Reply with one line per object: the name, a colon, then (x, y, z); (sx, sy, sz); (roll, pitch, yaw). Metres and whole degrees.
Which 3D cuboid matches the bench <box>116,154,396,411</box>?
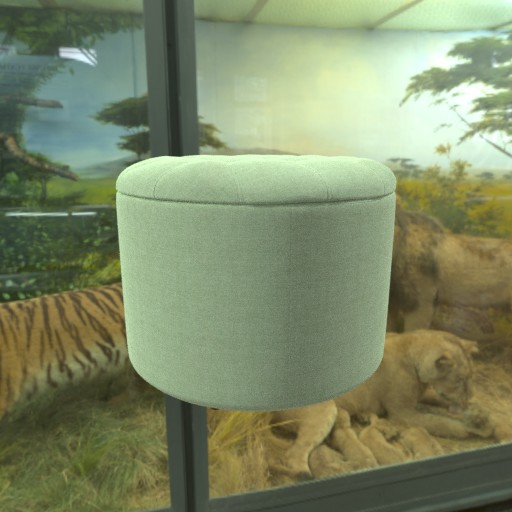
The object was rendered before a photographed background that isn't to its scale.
bench: (0.000, 0.000, 1.026); (0.600, 0.453, 0.600); (0, 14, 0)
